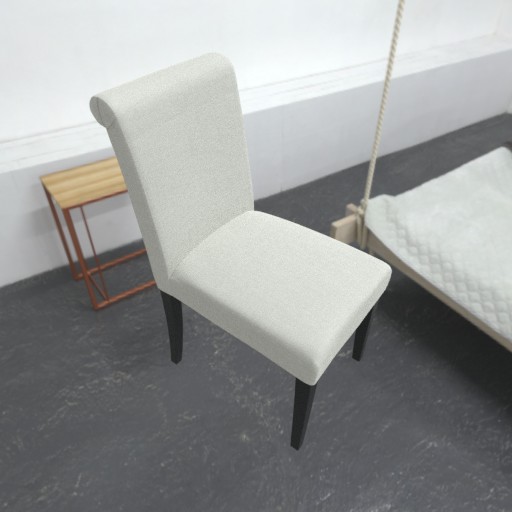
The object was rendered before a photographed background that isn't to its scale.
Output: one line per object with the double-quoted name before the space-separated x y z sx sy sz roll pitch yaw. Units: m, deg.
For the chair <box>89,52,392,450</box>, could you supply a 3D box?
"chair" 0.000 0.000 1.354 0.708 0.976 0.452 26 47 27
